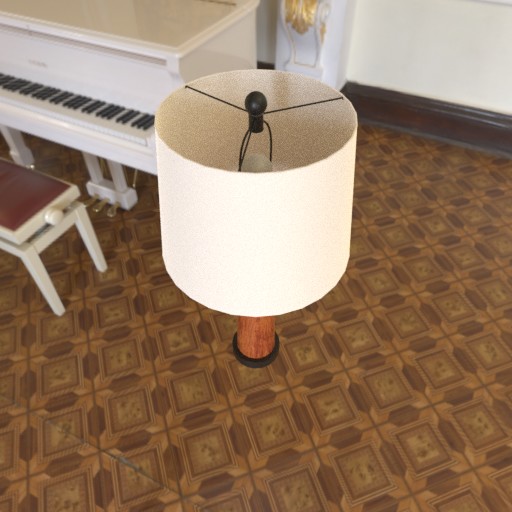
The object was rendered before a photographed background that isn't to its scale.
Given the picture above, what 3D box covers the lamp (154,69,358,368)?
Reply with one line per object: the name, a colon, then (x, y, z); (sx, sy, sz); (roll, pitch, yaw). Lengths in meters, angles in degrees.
lamp: (0.000, 0.000, 0.862); (0.349, 0.667, 0.349); (0, 47, 0)
